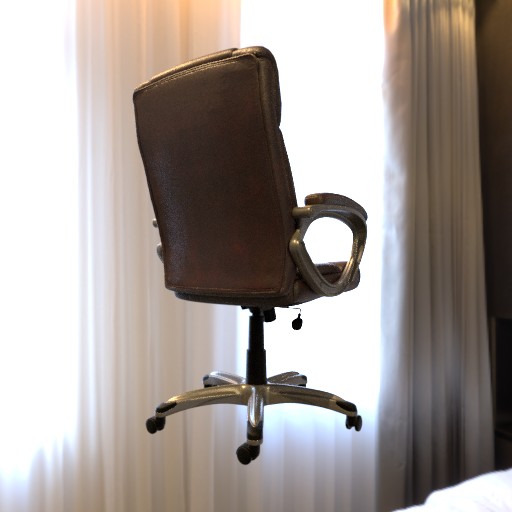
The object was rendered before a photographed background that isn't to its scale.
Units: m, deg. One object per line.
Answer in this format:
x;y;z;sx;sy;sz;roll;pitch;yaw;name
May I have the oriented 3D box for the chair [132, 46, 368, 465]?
0.000;0.000;1.519;0.656;1.128;0.692;0;-1;35;chair
